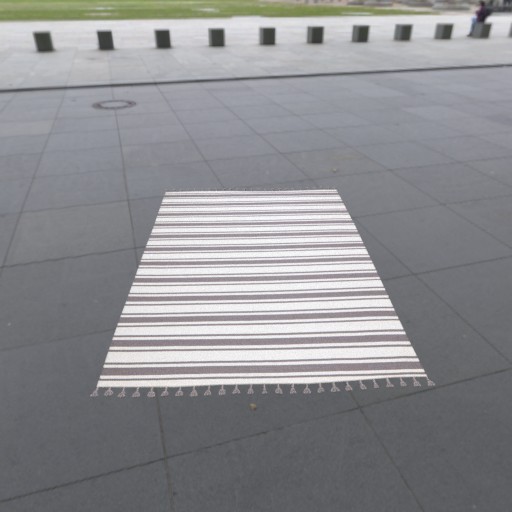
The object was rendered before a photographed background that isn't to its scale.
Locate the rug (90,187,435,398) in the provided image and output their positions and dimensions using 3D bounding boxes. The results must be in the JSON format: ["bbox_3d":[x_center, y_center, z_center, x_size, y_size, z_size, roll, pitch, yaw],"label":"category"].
[{"bbox_3d":[0.000,0.000,3.020,1.563,0.014,2.425,-1,31,-2],"label":"rug"}]
